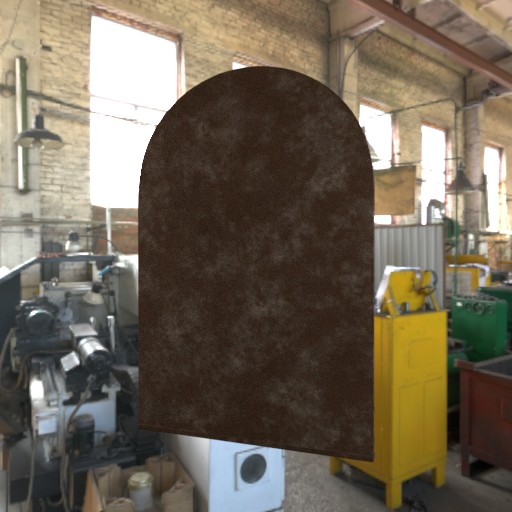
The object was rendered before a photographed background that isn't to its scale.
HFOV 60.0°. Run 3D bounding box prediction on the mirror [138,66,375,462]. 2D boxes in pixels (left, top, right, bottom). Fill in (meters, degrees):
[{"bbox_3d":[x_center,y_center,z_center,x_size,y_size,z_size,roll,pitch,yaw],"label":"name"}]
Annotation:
[{"bbox_3d":[0.000,0.000,0.969,0.510,0.770,0.137,0,1,18],"label":"mirror"}]
